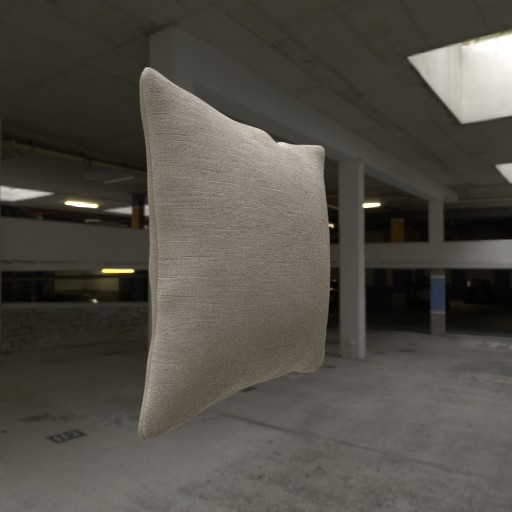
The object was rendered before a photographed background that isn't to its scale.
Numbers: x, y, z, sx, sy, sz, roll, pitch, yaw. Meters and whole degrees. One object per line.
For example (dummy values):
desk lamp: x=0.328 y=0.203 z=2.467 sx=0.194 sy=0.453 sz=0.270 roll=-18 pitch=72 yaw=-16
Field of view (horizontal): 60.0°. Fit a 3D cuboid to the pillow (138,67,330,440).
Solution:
pillow: x=0.000 y=0.000 z=0.666 sx=0.162 sy=0.420 sz=0.437 roll=-1 pitch=-1 yaw=36
